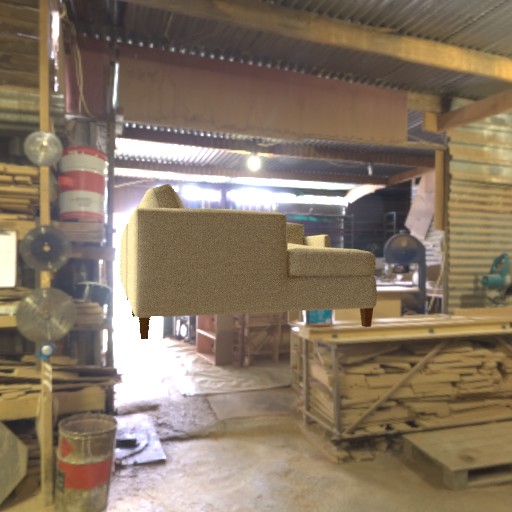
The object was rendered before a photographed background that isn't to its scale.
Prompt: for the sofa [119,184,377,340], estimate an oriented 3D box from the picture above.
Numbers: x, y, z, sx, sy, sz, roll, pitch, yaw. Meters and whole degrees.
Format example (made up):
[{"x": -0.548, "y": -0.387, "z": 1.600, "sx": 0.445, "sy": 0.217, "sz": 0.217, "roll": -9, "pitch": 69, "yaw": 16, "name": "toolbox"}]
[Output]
[{"x": 0.000, "y": 0.000, "z": 4.503, "sx": 2.594, "sy": 0.961, "sz": 3.460, "roll": 0, "pitch": 0, "yaw": -18, "name": "sofa"}]
